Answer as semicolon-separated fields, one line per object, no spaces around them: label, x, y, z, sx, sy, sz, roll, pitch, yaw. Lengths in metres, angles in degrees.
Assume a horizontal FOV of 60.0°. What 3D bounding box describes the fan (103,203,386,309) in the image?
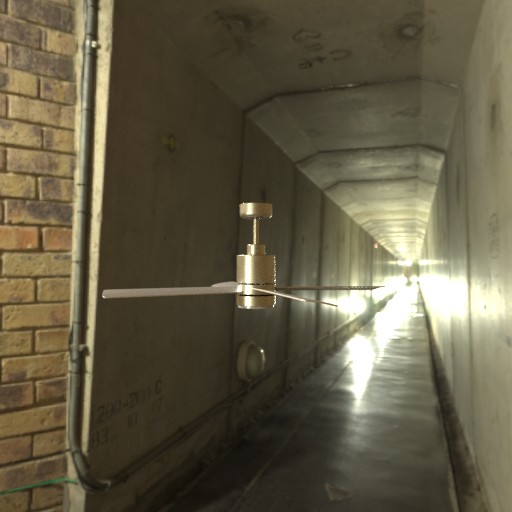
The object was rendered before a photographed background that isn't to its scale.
fan;0.000;0.000;2.337;1.525;0.539;1.525;0;-1;-18
